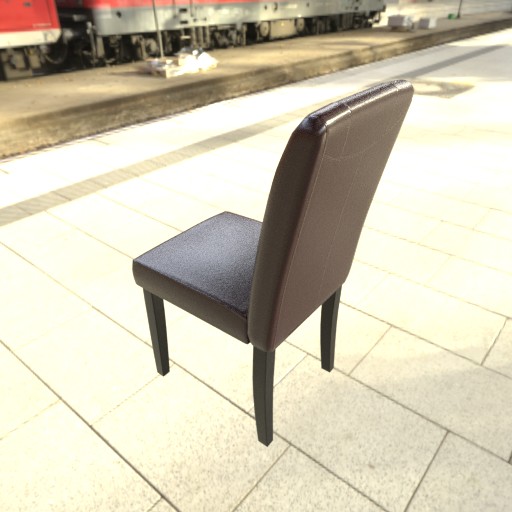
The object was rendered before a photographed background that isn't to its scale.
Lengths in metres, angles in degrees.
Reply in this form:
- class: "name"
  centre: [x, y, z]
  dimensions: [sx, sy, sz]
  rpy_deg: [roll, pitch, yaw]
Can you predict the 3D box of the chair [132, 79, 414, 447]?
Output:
- class: "chair"
  centre: [0.000, 0.000, 1.170]
  dimensions: [0.556, 0.897, 0.399]
  rpy_deg: [22, 38, 31]
